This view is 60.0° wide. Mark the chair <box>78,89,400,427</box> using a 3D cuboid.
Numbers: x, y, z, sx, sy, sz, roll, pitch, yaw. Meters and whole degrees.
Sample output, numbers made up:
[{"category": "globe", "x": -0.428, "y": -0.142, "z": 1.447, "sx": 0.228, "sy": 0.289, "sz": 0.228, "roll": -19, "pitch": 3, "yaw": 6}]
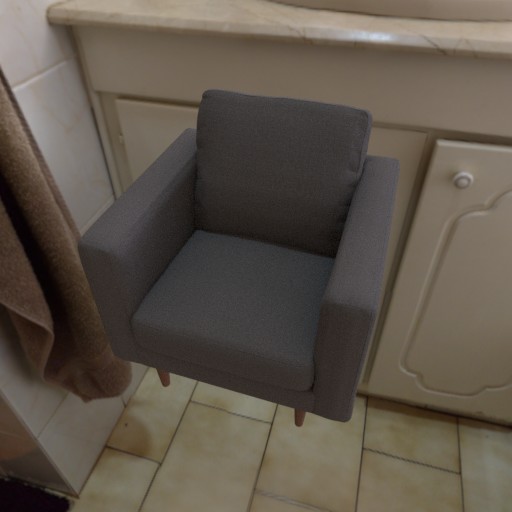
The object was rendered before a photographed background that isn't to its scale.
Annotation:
[{"category": "chair", "x": 0.000, "y": 0.000, "z": 1.561, "sx": 0.854, "sy": 0.927, "sz": 0.800, "roll": 12, "pitch": 42, "yaw": 13}]
